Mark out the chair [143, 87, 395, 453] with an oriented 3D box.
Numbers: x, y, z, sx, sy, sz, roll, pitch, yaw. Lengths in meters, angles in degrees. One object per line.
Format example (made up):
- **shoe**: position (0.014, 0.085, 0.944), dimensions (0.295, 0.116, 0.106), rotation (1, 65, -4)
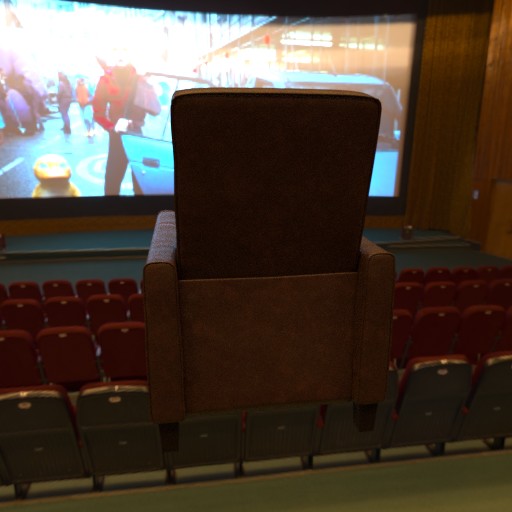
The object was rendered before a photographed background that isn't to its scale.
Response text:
- **chair**: position (0.000, 0.000, 1.513), dimensions (0.705, 1.013, 0.746), rotation (-2, 15, -9)
